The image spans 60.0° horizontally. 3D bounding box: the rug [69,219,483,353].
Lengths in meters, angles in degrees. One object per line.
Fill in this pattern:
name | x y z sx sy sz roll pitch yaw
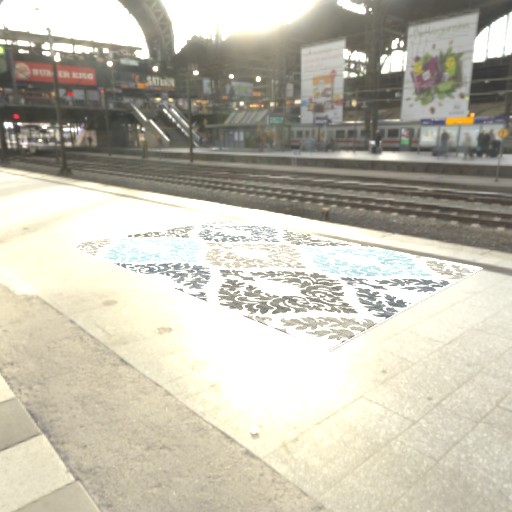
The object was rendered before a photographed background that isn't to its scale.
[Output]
rug | 0.000 0.000 2.880 1.514 0.014 2.275 -14 20 -43
